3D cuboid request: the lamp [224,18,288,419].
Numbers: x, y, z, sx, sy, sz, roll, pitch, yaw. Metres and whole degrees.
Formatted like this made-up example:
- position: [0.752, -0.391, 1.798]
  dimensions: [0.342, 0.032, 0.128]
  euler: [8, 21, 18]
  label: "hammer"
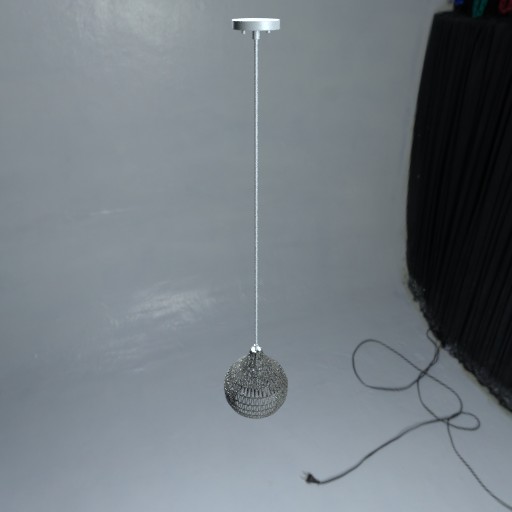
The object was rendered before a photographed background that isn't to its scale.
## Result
- position: [0.000, 0.000, 2.037]
  dimensions: [0.355, 1.919, 0.355]
  euler: [-9, 32, -15]
  label: "lamp"
